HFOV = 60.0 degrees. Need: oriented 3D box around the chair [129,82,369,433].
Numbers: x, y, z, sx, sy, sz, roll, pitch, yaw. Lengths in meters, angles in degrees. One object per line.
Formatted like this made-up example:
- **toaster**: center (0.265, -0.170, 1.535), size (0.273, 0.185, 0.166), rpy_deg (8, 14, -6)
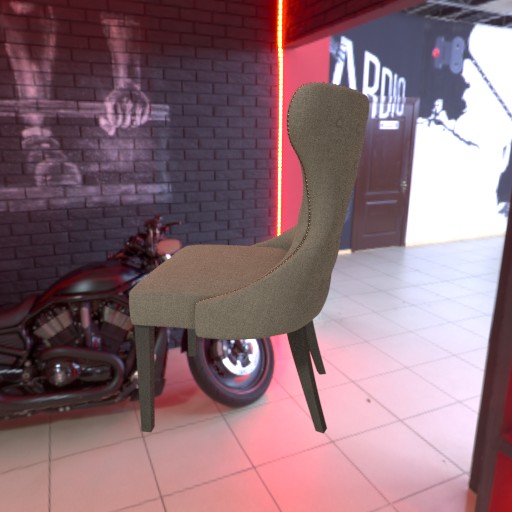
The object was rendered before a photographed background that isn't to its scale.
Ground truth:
- **chair**: center (0.000, 0.000, 1.398), size (0.635, 0.967, 0.628), rpy_deg (2, 15, 8)
